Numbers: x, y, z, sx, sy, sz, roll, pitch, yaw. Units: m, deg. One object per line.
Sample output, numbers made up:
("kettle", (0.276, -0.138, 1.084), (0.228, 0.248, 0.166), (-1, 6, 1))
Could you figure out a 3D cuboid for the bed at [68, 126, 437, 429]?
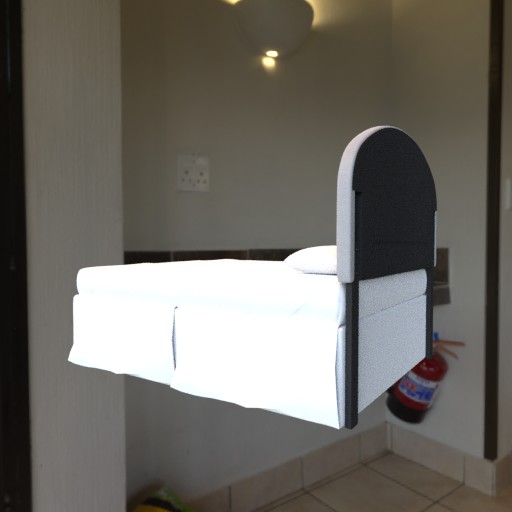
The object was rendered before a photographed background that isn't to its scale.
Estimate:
("bed", (0.000, 0.000, 3.020), (2.005, 1.410, 1.607), (1, 2, 35))
